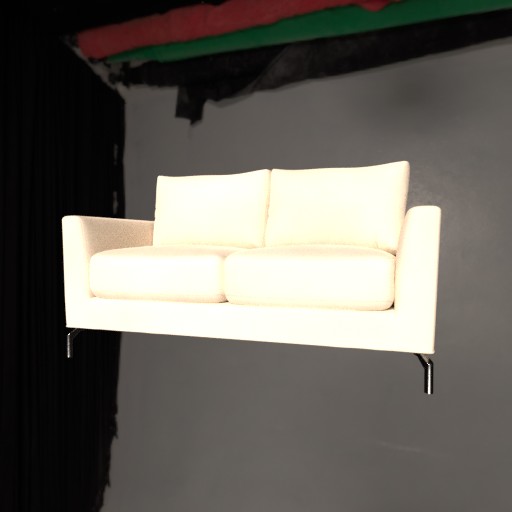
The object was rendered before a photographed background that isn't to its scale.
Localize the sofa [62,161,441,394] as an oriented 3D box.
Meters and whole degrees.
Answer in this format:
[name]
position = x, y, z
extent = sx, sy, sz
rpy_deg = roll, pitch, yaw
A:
[sofa]
position = 0.000, 0.000, 2.319
extent = 1.739, 0.995, 0.906
rpy_deg = 0, 1, 19
